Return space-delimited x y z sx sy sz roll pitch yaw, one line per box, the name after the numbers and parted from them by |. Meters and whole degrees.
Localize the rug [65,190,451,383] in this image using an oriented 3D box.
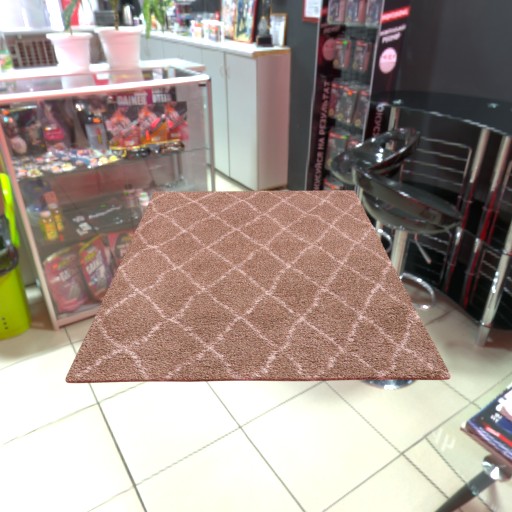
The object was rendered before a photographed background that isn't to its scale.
0.000 0.000 4.085 2.438 0.029 3.047 0 31 -1 | rug
